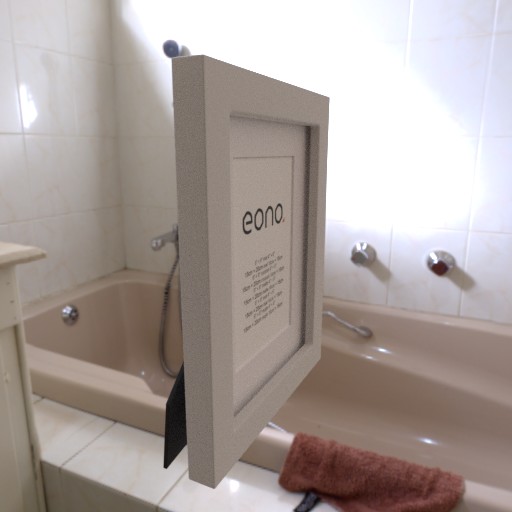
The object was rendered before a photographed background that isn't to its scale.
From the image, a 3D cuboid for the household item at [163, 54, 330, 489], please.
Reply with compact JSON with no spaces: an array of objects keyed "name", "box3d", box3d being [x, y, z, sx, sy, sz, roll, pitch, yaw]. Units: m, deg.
[{"name":"household item","box3d":[0.000,0.000,0.341,0.045,0.250,0.200,7,15,26]}]
